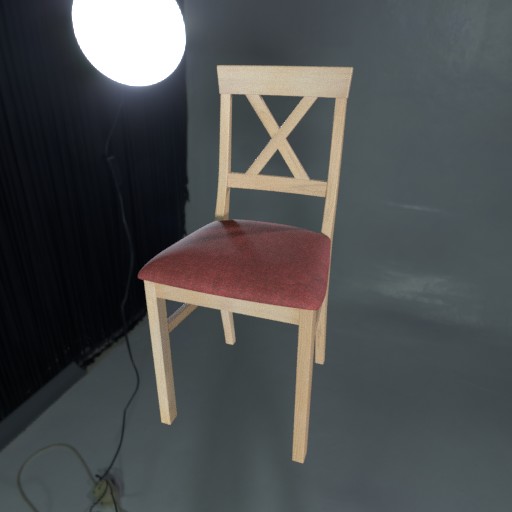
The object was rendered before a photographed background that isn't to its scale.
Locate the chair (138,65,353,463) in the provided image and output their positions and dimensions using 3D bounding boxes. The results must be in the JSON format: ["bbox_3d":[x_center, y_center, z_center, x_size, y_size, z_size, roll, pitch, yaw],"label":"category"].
[{"bbox_3d":[0.000,0.000,1.177,0.439,0.912,0.492,9,27,17],"label":"chair"}]
